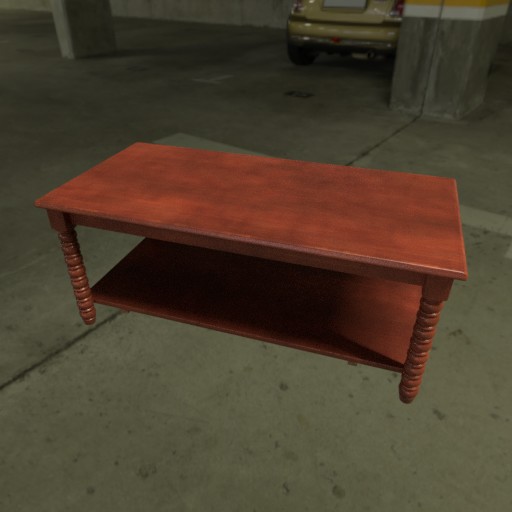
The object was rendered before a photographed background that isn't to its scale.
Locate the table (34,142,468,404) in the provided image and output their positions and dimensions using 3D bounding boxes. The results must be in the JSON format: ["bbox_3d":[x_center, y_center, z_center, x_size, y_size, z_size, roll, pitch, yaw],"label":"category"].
[{"bbox_3d":[0.000,0.000,1.482,1.171,0.485,0.580,10,34,15],"label":"table"}]
